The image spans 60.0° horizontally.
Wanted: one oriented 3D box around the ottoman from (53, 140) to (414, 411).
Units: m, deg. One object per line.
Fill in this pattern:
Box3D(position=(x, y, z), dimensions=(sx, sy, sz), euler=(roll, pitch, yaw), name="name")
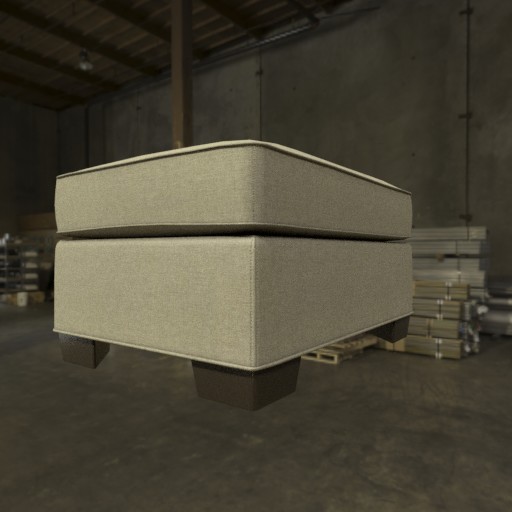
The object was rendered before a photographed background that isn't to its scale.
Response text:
Box3D(position=(0.000, 0.000, 1.223), dimensions=(0.619, 0.504, 0.843), euler=(0, 1, 36), name="ottoman")
